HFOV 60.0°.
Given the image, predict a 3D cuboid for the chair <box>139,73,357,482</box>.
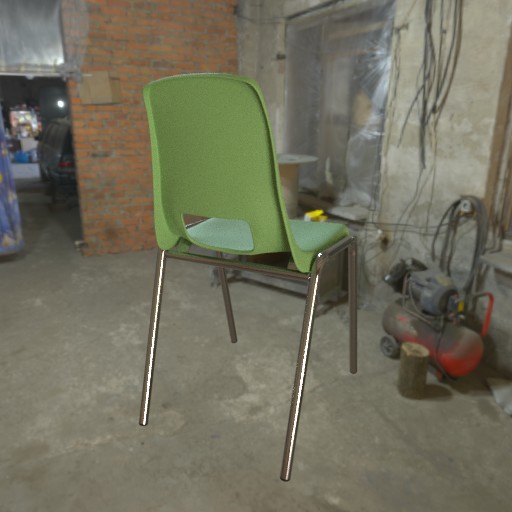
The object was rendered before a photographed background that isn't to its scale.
[{"bbox_3d":[0.000,0.000,0.965,0.381,0.704,0.436,9,19,26],"label":"chair"}]
